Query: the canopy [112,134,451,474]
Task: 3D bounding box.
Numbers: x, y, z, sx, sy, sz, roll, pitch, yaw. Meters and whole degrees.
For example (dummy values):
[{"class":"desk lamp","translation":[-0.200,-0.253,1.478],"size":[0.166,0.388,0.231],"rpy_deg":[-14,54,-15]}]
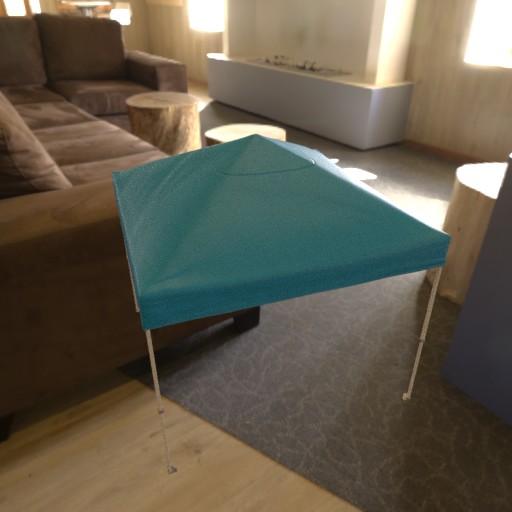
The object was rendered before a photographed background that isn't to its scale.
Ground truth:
[{"class":"canopy","translation":[0.000,0.000,5.440],"size":[2.998,2.997,2.996],"rpy_deg":[-10,32,-17]}]
